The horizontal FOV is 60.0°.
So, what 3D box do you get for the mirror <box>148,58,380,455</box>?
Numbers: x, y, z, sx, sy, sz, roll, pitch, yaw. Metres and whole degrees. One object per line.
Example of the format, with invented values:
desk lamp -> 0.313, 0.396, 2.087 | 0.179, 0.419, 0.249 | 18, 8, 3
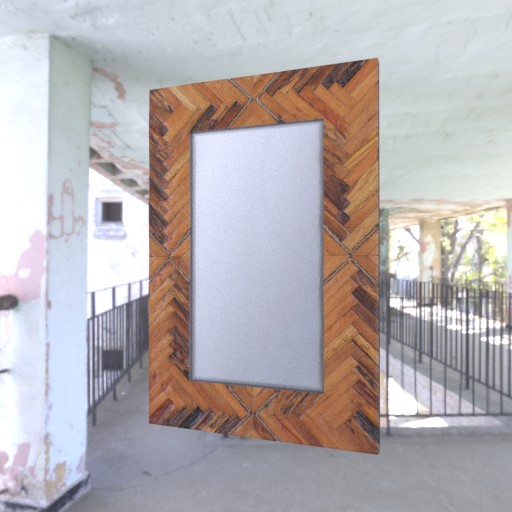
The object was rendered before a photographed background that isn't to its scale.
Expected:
mirror -> 0.000, 0.000, 1.130 | 0.606, 0.912, 0.044 | 0, -1, 19
